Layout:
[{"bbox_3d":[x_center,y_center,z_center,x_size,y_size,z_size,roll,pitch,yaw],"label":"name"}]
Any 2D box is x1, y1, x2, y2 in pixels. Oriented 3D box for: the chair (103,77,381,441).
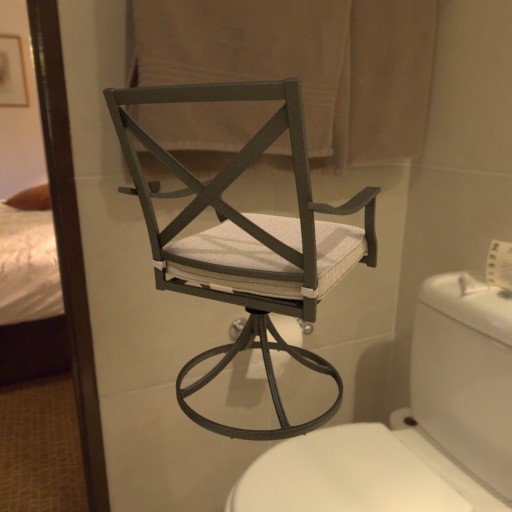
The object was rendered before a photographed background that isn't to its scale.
[{"bbox_3d":[0.000,0.000,1.280,0.575,0.889,0.620,9,18,27],"label":"chair"}]
